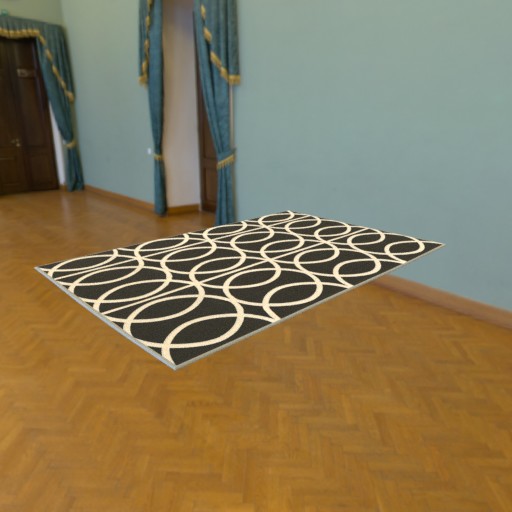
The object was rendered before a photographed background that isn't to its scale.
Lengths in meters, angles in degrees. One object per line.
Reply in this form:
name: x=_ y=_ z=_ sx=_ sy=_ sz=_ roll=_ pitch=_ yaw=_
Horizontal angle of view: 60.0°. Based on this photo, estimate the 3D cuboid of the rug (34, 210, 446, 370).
rug: x=0.000 y=0.000 z=2.905 sx=2.294 sy=0.014 sz=1.528 roll=-17 pitch=25 yaw=-41
